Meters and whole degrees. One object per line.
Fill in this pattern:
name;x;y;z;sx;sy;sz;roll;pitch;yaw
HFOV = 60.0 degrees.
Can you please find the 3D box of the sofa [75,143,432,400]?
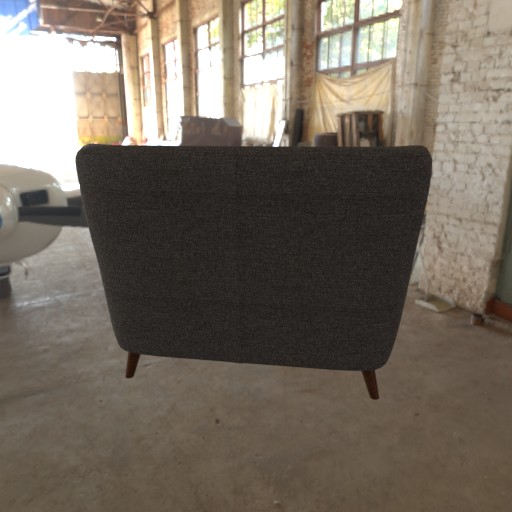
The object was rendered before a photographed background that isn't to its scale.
sofa;0.000;0.000;2.062;1.358;1.028;0.874;2;16;8
